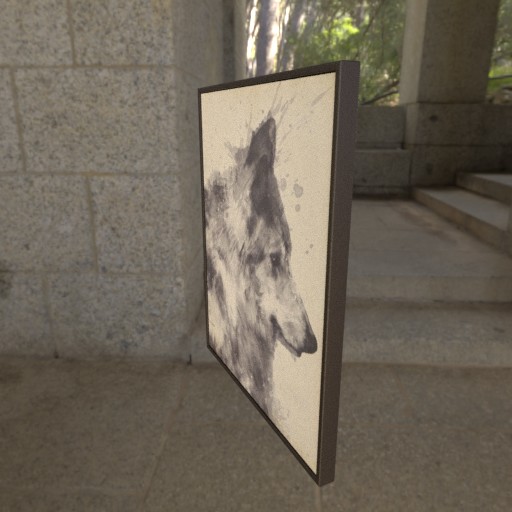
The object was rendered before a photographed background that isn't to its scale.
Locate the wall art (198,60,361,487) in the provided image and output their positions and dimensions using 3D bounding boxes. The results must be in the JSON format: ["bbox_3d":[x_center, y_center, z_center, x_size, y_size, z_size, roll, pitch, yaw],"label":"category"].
[{"bbox_3d":[0.000,0.000,0.739,0.028,0.551,0.451,-8,19,-25],"label":"wall art"}]
